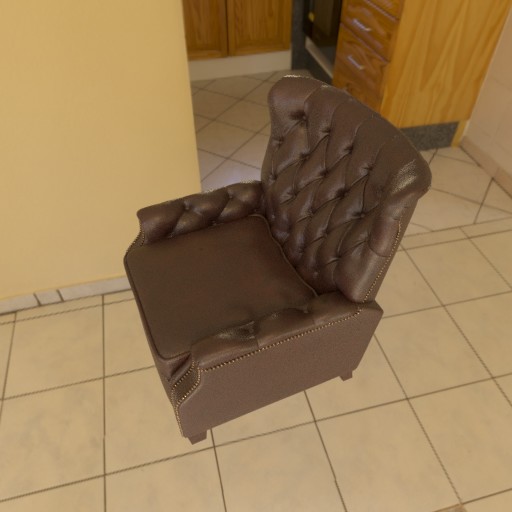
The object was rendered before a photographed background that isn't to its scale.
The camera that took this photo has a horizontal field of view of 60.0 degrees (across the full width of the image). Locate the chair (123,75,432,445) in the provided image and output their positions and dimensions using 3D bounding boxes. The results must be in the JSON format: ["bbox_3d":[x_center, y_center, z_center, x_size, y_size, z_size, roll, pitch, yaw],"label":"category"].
[{"bbox_3d":[0.000,0.000,1.473,0.823,0.864,0.709,-17,48,-17],"label":"chair"}]
